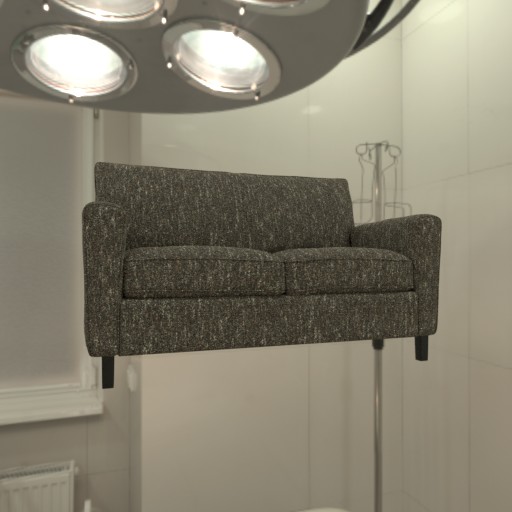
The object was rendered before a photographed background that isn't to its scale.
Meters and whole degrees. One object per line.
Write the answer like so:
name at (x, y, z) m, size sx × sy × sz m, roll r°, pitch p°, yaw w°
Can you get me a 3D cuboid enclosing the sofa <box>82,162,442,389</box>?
sofa at (0.000, 0.000, 2.123) m, size 1.519 × 0.946 × 0.801 m, roll 0°, pitch 0°, yaw -18°
